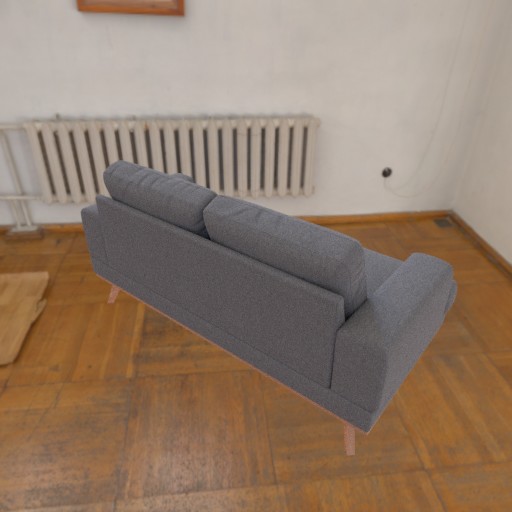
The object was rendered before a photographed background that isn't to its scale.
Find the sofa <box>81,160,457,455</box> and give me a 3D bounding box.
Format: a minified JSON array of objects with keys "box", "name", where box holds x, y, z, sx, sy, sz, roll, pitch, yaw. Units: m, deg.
[{"box":[0.000,0.000,2.087,1.650,0.810,0.785,23,38,32],"name":"sofa"}]
